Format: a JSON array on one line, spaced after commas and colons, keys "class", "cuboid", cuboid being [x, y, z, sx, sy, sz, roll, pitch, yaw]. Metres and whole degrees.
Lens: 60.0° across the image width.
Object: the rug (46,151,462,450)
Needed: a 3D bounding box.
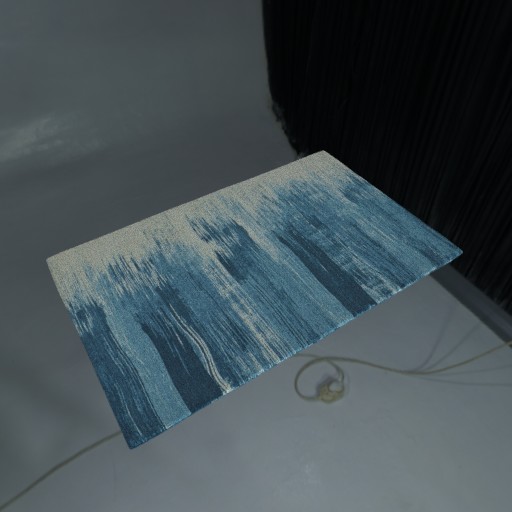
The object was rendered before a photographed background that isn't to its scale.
[{"class": "rug", "cuboid": [0.000, 0.000, 3.040, 2.450, 0.027, 1.540, -25, 51, -22]}]
